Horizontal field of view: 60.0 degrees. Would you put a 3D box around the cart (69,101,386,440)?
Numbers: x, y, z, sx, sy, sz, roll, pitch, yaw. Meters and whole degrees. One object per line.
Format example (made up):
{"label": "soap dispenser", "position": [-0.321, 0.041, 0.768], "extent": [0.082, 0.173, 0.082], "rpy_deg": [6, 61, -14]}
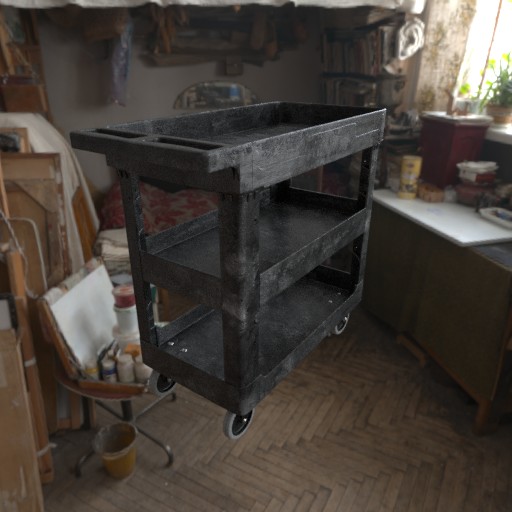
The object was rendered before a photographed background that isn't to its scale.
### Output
{"label": "cart", "position": [0.000, 0.000, 1.373], "extent": [0.420, 0.824, 0.877], "rpy_deg": [17, 29, 32]}
